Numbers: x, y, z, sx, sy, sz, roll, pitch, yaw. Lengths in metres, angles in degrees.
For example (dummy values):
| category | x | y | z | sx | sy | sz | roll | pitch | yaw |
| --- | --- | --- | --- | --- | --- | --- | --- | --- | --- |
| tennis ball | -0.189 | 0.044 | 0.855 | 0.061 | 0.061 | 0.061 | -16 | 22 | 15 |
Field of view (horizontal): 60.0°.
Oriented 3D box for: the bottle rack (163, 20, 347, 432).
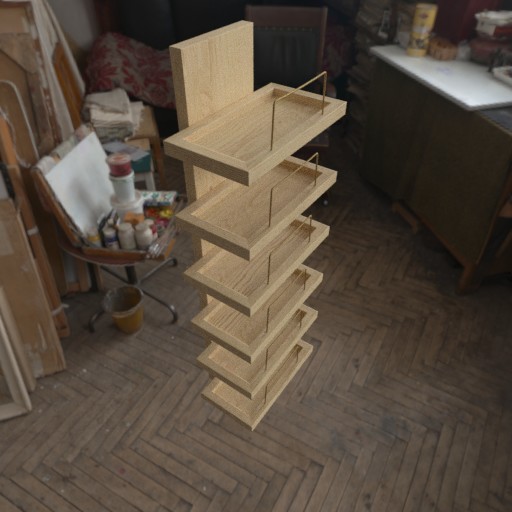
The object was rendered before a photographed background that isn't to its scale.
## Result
| category | x | y | z | sx | sy | sz | roll | pitch | yaw |
| --- | --- | --- | --- | --- | --- | --- | --- | --- | --- |
| bottle rack | 0.000 | 0.000 | 1.047 | 0.206 | 0.943 | 0.330 | 25 | 47 | 26 |
